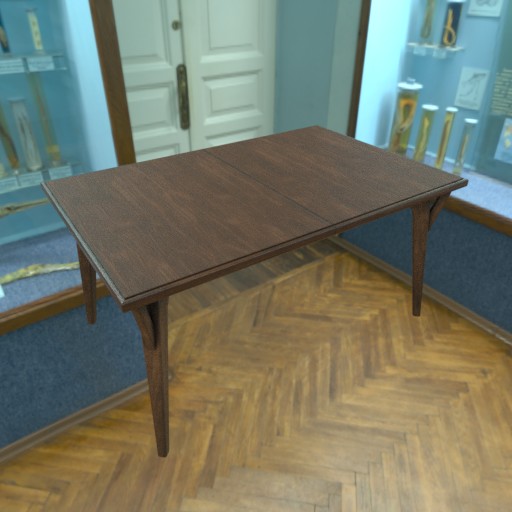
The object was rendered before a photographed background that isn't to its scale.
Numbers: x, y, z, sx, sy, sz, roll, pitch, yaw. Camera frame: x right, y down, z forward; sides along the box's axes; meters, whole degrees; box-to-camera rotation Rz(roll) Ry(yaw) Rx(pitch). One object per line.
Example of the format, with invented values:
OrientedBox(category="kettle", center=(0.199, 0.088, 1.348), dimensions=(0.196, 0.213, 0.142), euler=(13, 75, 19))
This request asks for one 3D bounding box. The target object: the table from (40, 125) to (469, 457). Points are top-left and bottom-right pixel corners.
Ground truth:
OrientedBox(category="table", center=(0.000, 0.000, 2.078), dimensions=(1.524, 0.761, 0.990), euler=(-20, 37, -28))
